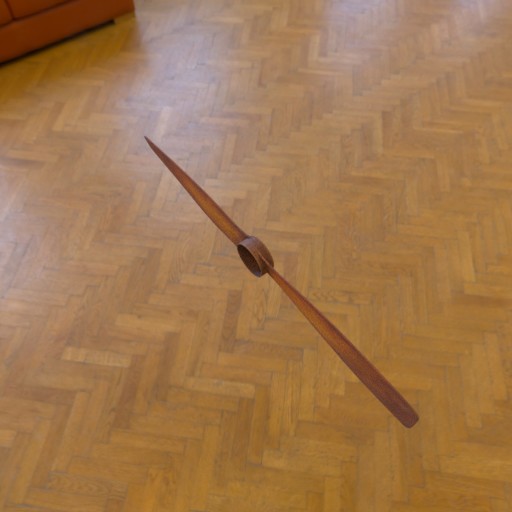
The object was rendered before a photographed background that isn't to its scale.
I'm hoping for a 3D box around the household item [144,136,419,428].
[{"bbox_3d":[0.000,0.000,1.271,0.051,0.121,1.181,-35,65,-19],"label":"household item"}]
